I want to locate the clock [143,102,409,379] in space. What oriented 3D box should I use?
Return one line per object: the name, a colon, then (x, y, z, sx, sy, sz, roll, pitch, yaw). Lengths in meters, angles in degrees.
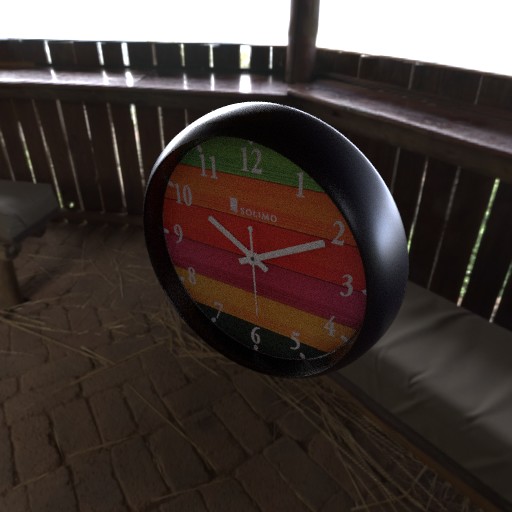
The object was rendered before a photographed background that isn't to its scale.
clock: (0.000, 0.000, 0.463, 0.300, 0.300, 0.060, 18, 35, 28)
